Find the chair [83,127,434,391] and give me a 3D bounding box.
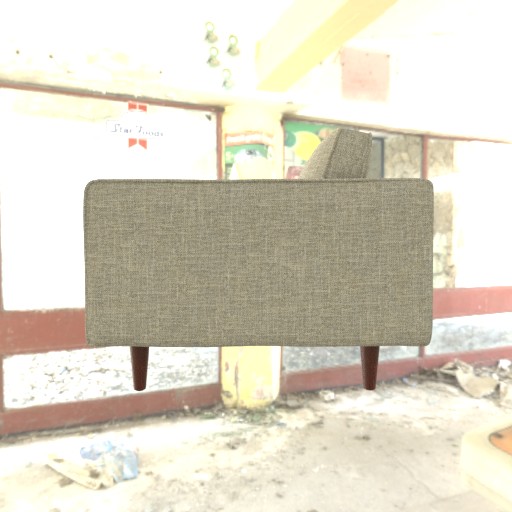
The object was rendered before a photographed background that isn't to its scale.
[{"bbox_3d":[0.000,0.000,1.558,0.914,0.765,0.889,0,1,-1],"label":"chair"}]
